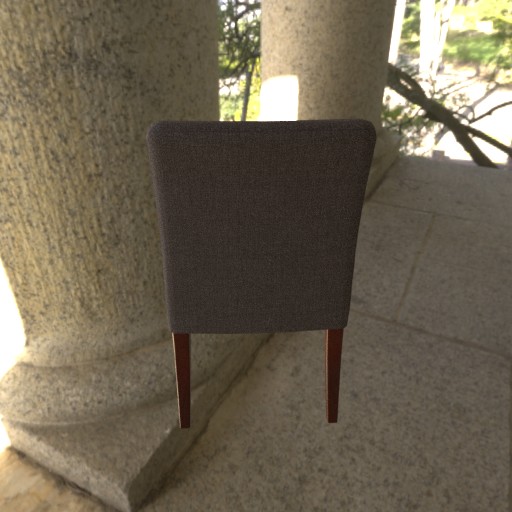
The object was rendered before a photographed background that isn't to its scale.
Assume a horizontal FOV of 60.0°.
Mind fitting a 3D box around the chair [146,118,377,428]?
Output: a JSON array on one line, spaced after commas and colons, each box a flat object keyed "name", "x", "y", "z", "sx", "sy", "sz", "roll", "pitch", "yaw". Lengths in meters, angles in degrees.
[{"name": "chair", "x": 0.000, "y": 0.000, "z": 1.349, "sx": 0.508, "sy": 0.952, "sz": 0.655, "roll": -1, "pitch": 31, "yaw": -2}]
